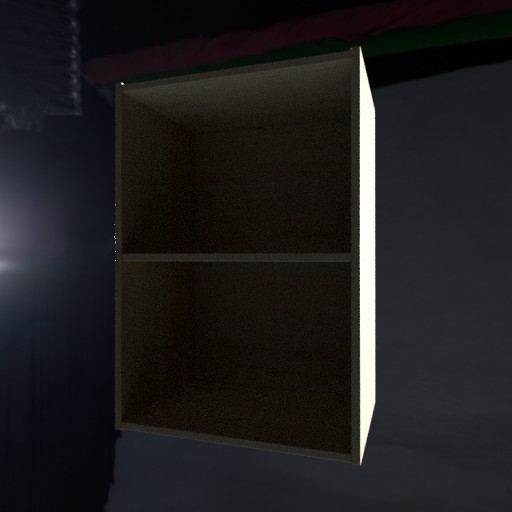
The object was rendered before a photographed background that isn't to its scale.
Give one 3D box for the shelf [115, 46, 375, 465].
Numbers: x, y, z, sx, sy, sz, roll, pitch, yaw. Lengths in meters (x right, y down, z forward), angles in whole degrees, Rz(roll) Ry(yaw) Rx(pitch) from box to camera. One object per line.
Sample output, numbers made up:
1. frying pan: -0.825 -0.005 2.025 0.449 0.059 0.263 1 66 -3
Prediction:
1. shelf: 0.000 0.000 0.828 0.414 0.592 0.290 0 0 19
